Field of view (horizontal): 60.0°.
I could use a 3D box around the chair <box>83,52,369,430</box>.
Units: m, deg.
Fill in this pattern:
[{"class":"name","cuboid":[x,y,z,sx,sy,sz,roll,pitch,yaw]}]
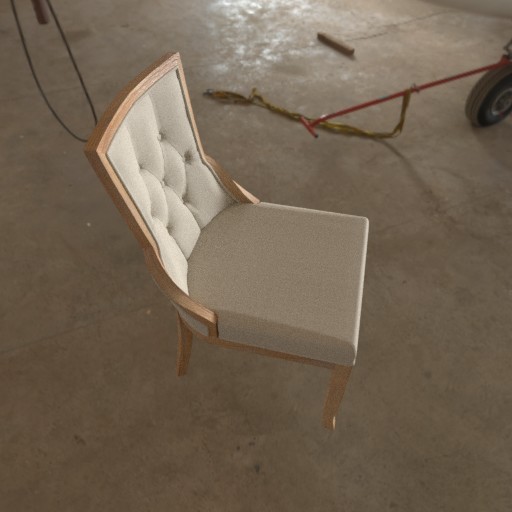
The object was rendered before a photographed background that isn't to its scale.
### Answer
[{"class":"chair","cuboid":[0.000,0.000,1.303,0.641,0.947,0.524,10,48,9]}]
